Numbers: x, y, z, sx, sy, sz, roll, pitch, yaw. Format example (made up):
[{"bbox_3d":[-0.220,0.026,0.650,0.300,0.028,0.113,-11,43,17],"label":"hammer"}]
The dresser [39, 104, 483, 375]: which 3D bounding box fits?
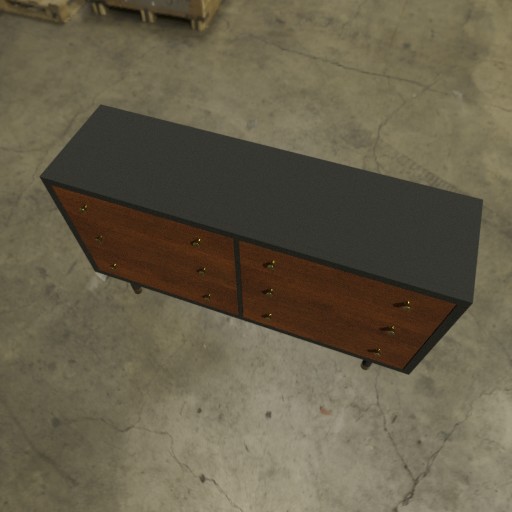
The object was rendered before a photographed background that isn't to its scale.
[{"bbox_3d":[0.000,0.000,1.971,1.558,0.872,0.463,17,58,11],"label":"dresser"}]
